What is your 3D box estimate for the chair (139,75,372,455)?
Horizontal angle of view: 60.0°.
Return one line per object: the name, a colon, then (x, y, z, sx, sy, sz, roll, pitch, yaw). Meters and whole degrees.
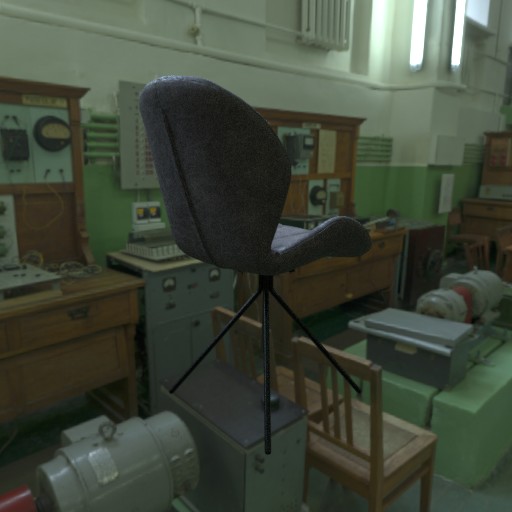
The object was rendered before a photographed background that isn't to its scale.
chair: (0.000, 0.000, 1.318, 0.527, 0.934, 0.640, 12, 17, 44)
